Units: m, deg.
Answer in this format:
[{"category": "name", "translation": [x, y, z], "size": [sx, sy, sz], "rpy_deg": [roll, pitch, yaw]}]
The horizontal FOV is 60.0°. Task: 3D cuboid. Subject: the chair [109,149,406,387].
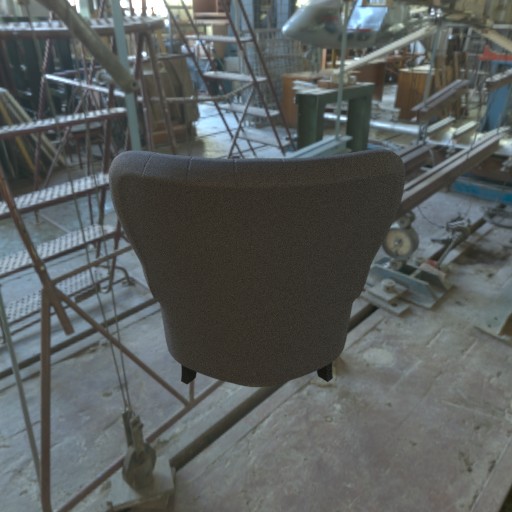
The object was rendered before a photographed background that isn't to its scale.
[{"category": "chair", "translation": [0.000, 0.000, 1.815], "size": [0.983, 1.046, 0.983], "rpy_deg": [-1, 29, -1]}]
